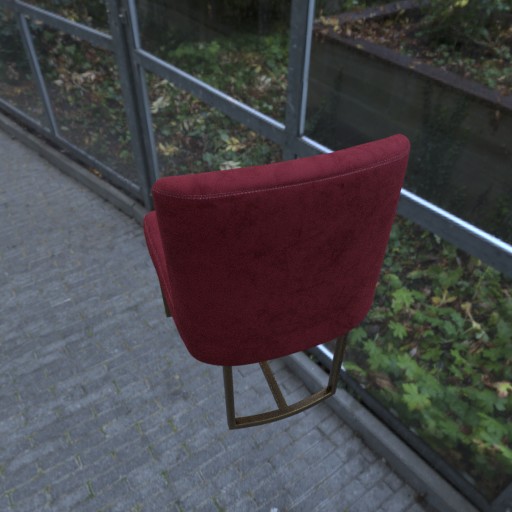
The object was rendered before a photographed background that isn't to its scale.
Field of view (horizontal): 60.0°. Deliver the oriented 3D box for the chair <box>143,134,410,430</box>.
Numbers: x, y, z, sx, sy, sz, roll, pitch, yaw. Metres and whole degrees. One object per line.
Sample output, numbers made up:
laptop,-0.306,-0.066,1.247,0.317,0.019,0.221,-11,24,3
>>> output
chair,0.000,0.000,1.183,0.530,0.824,0.560,-14,43,-15
